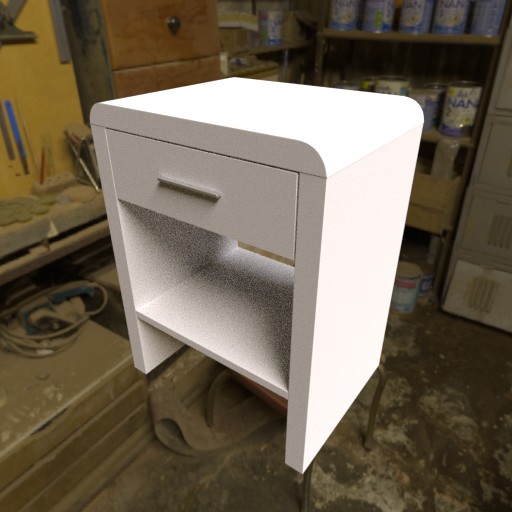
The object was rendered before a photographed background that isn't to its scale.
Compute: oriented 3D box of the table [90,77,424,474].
[{"bbox_3d":[0.000,0.000,0.873,0.450,0.590,0.350,20,35,31],"label":"table"}]
